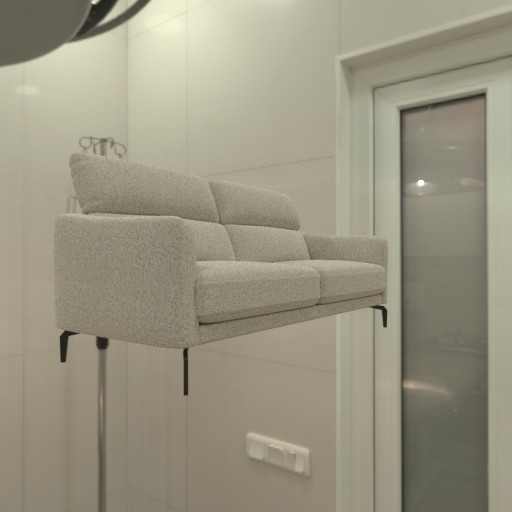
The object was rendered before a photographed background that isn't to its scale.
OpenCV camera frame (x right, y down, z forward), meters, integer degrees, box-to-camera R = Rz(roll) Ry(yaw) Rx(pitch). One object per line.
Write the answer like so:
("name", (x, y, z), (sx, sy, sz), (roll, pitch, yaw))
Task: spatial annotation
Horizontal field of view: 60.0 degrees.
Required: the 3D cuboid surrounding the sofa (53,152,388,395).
("sofa", (0.000, 0.000, 2.486), (0.856, 0.956, 2.015), (0, 0, 37))
